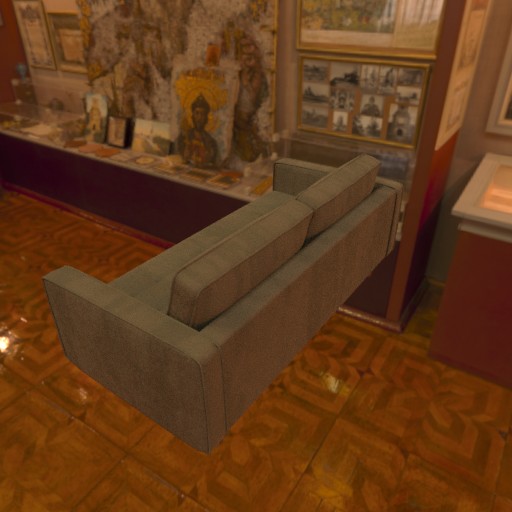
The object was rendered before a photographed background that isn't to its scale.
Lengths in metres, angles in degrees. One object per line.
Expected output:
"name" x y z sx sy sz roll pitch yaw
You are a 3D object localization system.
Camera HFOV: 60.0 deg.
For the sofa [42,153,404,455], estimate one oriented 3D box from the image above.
"sofa" 0.000 0.000 2.409 0.924 0.825 1.920 20 36 30
